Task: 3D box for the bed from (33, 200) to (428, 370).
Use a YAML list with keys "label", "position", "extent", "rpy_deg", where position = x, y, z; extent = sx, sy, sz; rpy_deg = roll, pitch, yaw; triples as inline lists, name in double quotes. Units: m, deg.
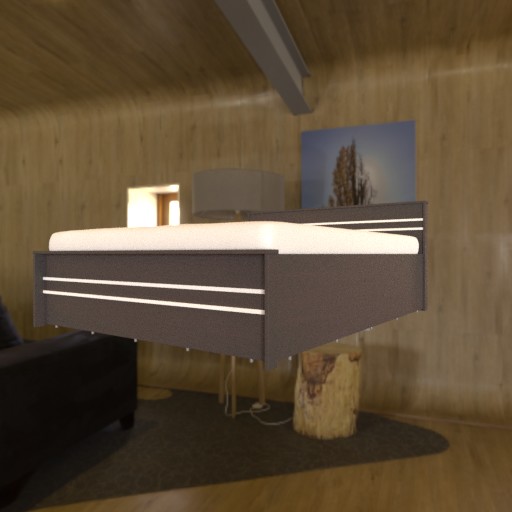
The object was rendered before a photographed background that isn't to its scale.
- label: "bed"
  position: [0.000, 0.000, 2.911]
  extent: [1.634, 0.808, 2.103]
  rpy_deg: [0, 0, 36]
